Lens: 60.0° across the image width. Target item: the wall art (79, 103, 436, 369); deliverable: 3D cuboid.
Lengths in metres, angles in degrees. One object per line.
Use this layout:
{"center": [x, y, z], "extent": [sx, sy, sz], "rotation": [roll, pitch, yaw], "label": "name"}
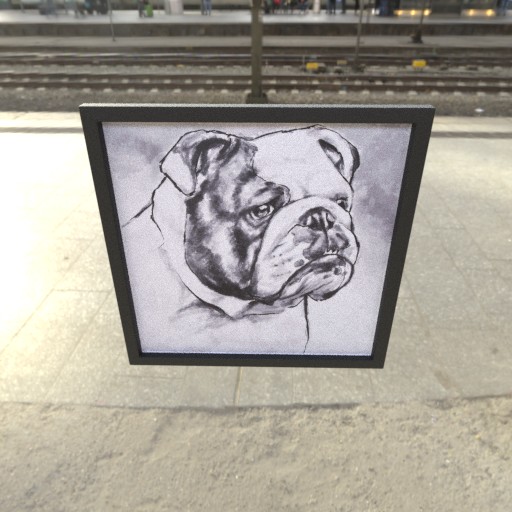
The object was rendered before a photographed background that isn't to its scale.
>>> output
{"center": [0.000, 0.000, 0.689], "extent": [0.456, 0.453, 0.022], "rotation": [1, 31, 1], "label": "wall art"}
